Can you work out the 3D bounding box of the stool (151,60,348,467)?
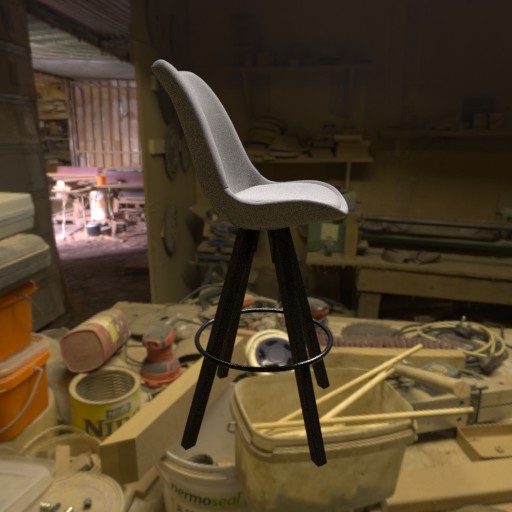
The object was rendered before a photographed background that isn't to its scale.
[{"bbox_3d":[0.000,0.000,1.388,0.550,1.115,0.485,3,15,10],"label":"stool"}]
